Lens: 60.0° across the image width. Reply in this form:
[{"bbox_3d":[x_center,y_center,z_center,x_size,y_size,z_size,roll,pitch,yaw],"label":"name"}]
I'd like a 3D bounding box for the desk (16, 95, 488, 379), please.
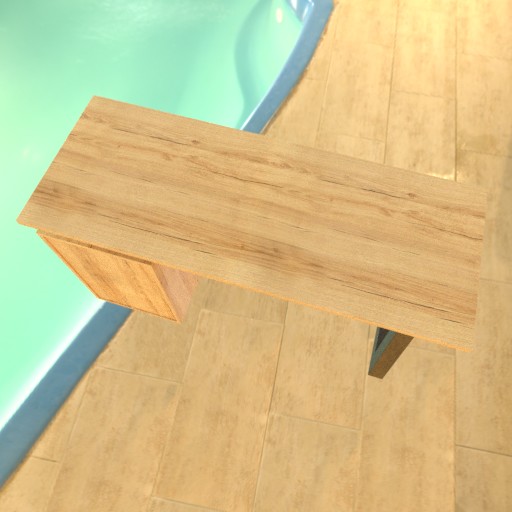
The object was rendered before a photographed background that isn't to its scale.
[{"bbox_3d":[0.000,0.000,1.750,1.400,0.760,0.550,15,65,7],"label":"desk"}]
